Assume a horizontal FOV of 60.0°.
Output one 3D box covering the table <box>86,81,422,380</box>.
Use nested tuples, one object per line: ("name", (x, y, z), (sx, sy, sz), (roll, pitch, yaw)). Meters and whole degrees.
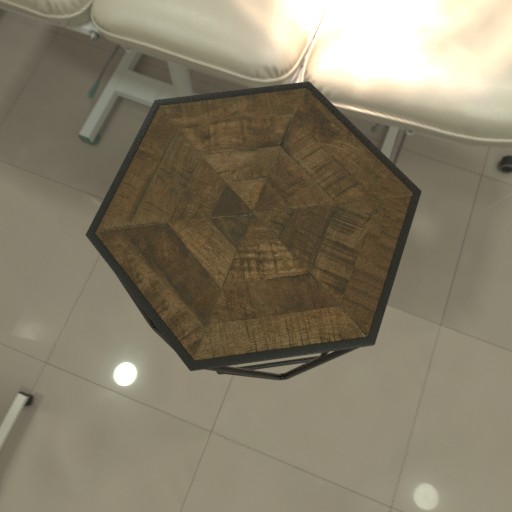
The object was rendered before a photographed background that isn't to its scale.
("table", (0.000, 0.000, 1.049), (0.579, 0.564, 0.578), (20, 75, 6))
